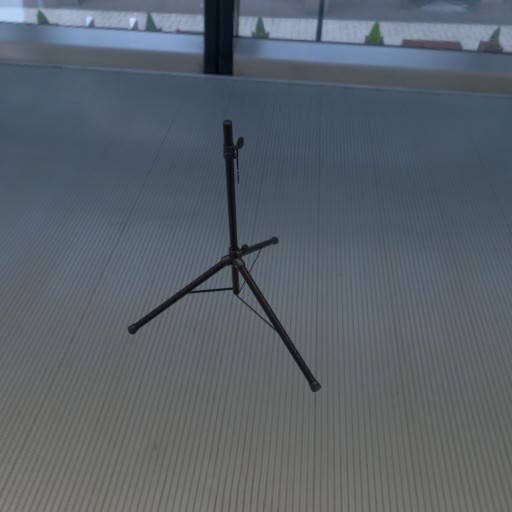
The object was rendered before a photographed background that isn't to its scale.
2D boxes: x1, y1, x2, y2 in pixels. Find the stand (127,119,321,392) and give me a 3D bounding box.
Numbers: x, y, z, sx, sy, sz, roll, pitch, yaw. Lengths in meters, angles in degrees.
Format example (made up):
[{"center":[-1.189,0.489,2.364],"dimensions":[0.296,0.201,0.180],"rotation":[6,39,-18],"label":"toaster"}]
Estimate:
[{"center":[0.000,0.000,1.903],"dimensions":[1.045,1.136,0.907],"rotation":[-31,54,-26],"label":"stand"}]
